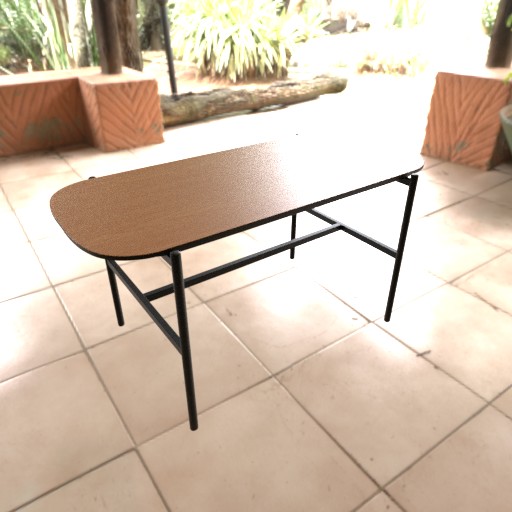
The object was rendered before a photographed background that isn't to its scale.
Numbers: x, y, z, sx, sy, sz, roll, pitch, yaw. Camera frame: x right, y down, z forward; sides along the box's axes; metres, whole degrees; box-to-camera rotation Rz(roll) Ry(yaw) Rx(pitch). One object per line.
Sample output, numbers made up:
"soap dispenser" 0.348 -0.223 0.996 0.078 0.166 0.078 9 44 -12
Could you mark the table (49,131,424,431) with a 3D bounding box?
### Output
"table" 0.000 0.000 1.039 0.800 0.400 0.400 -20 36 -30
